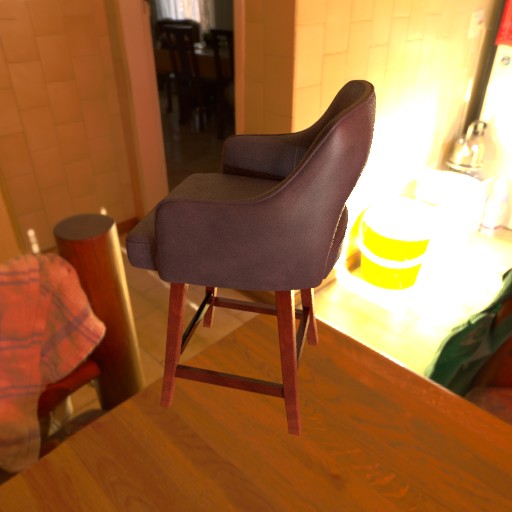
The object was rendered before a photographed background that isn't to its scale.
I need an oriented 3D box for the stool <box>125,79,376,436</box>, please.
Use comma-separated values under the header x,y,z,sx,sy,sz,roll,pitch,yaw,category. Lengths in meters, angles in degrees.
x,y,z,sx,sy,sz,roll,pitch,yaw,category
0.000,0.000,1.270,0.560,0.936,0.550,7,32,12,stool
